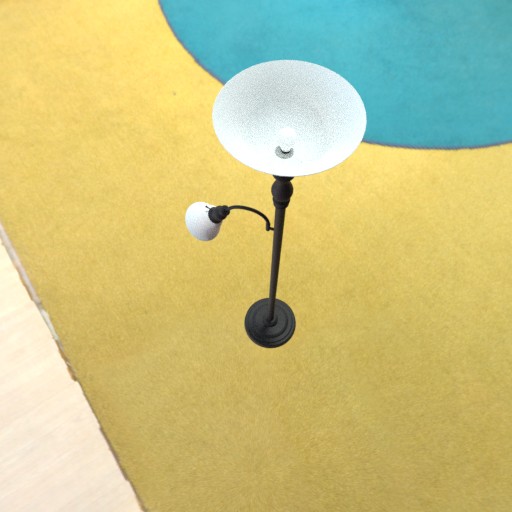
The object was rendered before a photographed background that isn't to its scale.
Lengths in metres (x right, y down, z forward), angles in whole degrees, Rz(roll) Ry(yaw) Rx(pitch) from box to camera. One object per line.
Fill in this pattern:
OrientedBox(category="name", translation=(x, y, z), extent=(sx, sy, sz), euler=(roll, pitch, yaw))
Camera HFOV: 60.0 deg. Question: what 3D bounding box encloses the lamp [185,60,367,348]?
OrientedBox(category="lamp", translation=(0.000, 0.000, 1.982), extent=(0.588, 1.793, 0.405), euler=(15, 65, 7))
